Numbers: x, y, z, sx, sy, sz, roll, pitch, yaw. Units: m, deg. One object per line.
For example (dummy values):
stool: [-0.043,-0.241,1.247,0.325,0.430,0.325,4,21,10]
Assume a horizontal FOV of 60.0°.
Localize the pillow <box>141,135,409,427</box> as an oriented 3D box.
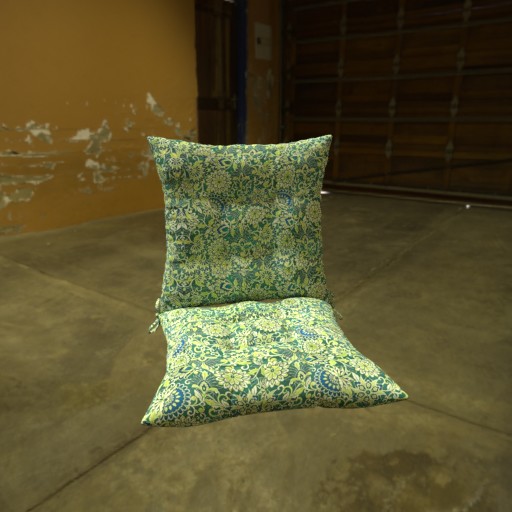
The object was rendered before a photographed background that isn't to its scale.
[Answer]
pillow: [0.000,0.000,1.030,0.541,0.536,0.585,-2,16,-9]
